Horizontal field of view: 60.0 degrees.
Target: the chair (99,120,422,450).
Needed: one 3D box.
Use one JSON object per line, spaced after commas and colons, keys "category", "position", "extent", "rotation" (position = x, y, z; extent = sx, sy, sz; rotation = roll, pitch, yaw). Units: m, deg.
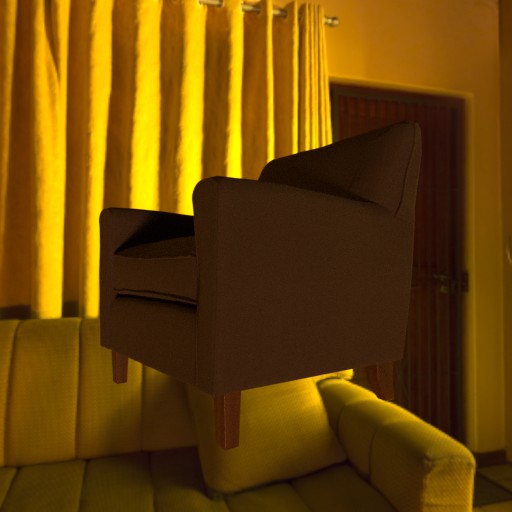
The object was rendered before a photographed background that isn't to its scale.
{"category": "chair", "position": [0.000, 0.000, 1.549], "extent": [0.831, 0.911, 0.836], "rotation": [1, -1, -37]}
